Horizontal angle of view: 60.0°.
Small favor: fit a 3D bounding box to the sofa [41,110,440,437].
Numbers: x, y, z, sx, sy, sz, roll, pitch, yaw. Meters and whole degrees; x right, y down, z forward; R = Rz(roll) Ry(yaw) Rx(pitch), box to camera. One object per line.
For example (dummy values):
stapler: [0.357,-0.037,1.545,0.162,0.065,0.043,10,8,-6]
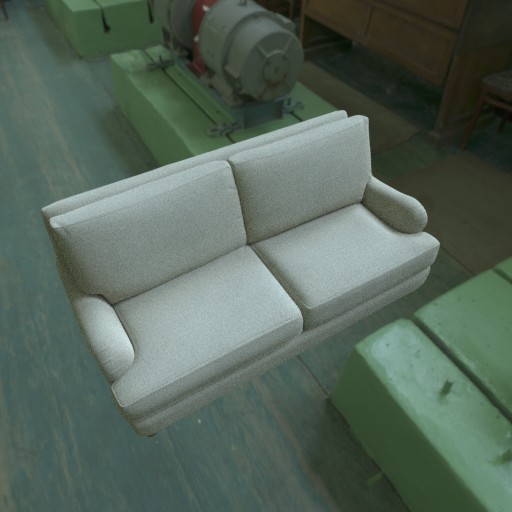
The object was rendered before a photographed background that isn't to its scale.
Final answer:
sofa: [0.000,0.000,2.624,2.070,0.997,1.091,-24,51,-21]
